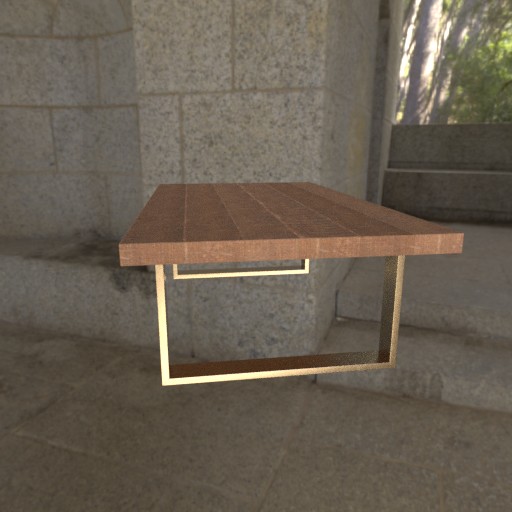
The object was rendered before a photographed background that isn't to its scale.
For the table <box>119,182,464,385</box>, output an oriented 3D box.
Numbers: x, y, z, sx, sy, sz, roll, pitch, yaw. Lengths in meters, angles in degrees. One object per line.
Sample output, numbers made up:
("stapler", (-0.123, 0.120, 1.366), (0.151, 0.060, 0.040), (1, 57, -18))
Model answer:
("table", (0.000, 0.000, 1.728), (0.800, 0.440, 1.400), (-2, 15, -8))
